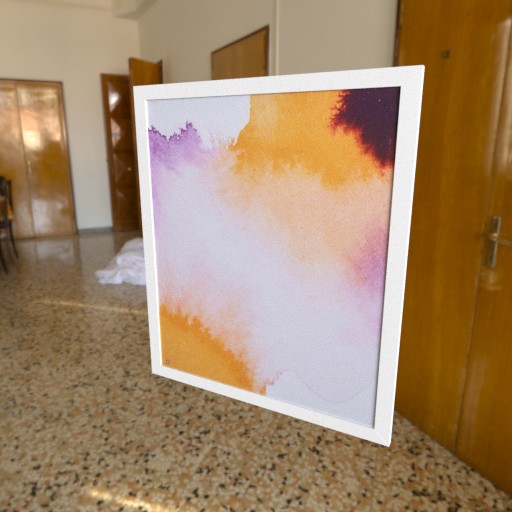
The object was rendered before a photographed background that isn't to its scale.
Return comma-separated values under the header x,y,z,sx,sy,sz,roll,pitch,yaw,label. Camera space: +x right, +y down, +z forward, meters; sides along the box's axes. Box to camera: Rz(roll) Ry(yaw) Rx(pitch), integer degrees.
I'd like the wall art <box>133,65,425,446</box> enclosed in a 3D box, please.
x,y,z,sx,sy,sz,roll,pitch,yaw,label
0.000,0.000,0.740,0.482,0.557,0.012,8,17,27,wall art
